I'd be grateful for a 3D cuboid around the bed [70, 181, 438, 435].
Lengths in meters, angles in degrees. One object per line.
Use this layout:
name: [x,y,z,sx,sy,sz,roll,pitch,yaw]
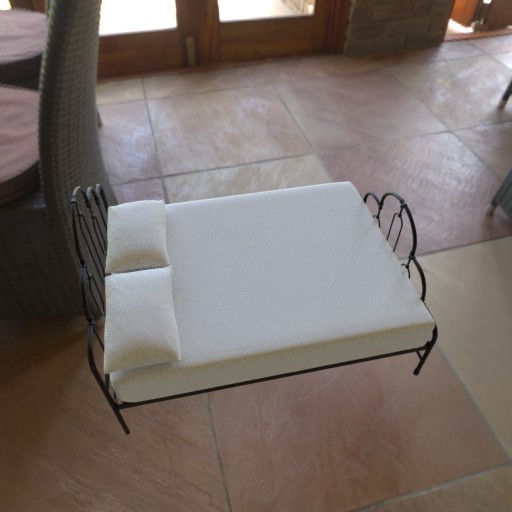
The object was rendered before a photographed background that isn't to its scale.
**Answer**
bed: [0.000,0.000,3.220,2.181,1.444,1.626,-9,47,-8]
